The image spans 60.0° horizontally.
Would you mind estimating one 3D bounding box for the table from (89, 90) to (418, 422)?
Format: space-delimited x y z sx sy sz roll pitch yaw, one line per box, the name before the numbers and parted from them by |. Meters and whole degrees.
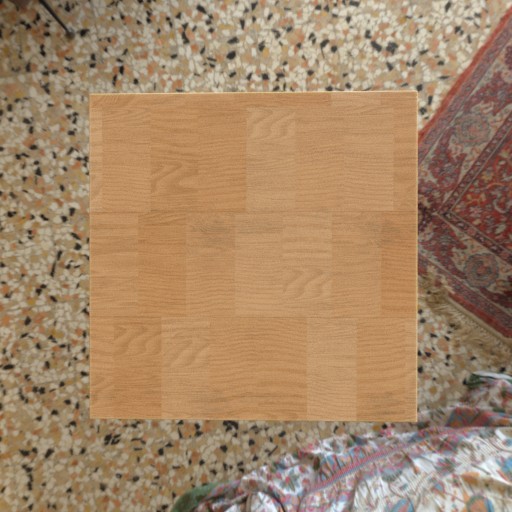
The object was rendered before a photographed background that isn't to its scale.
table | 0.000 0.000 1.376 0.747 0.738 0.747 0 90 2
